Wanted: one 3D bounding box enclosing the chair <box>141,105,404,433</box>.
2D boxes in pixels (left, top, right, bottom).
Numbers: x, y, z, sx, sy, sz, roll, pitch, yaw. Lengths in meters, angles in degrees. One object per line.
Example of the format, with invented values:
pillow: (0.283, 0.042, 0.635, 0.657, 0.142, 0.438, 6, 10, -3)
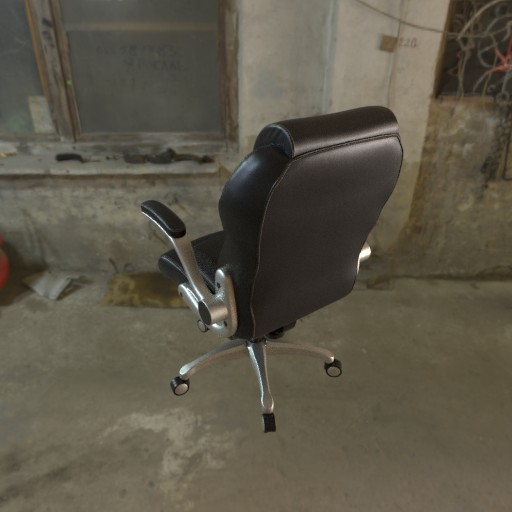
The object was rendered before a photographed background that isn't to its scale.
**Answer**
chair: (0.000, 0.000, 1.647, 0.724, 1.141, 0.801, -20, 35, -30)
